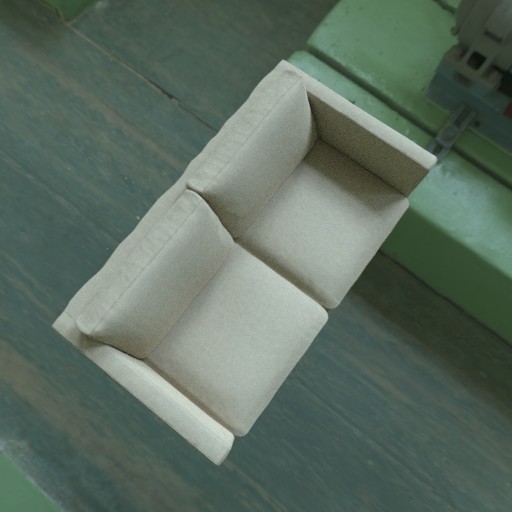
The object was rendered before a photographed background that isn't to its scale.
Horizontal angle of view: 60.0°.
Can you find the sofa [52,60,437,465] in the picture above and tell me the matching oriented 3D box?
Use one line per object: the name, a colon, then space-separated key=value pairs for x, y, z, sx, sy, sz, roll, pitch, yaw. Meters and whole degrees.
sofa: x=0.000 y=0.000 z=2.271 sx=0.962 sy=0.835 sz=1.719 roll=36 pitch=78 yaw=9
